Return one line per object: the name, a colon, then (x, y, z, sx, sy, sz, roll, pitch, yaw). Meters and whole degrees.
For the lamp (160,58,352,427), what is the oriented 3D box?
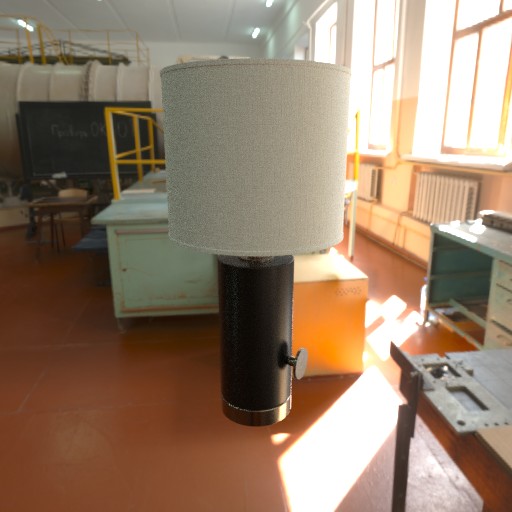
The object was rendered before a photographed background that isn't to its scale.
lamp: (0.000, 0.000, 0.629, 0.240, 0.482, 0.241, 8, 17, 27)
